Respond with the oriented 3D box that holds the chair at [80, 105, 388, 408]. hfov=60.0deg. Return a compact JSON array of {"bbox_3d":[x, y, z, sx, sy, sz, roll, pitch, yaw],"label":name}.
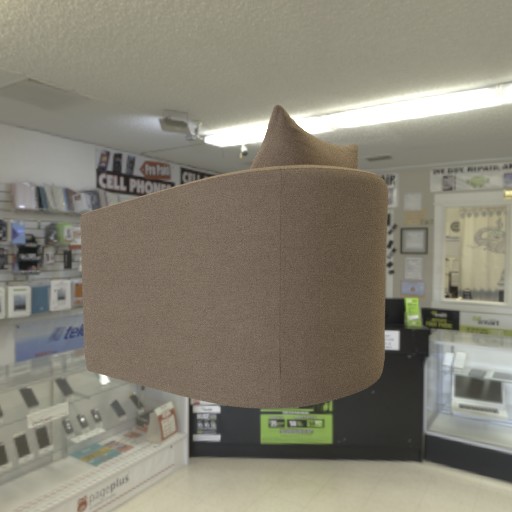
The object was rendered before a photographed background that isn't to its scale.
[{"bbox_3d":[0.000,0.000,1.599,0.910,0.848,0.845,1,2,35],"label":"chair"}]
